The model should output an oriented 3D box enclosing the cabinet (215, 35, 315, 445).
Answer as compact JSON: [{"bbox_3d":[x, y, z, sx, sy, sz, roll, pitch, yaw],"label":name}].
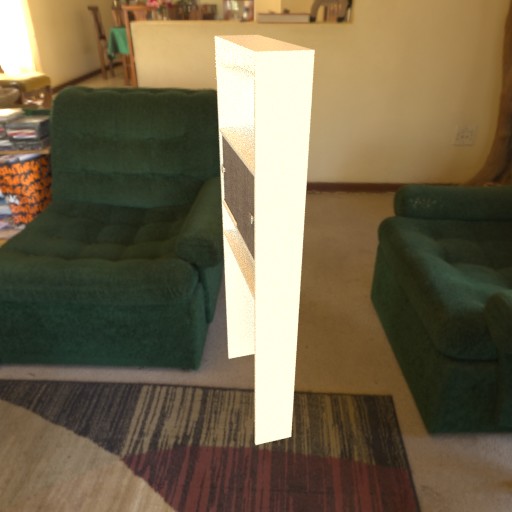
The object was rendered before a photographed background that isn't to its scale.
[{"bbox_3d":[0.000,0.000,2.028,0.192,1.770,0.643,-8,31,-13],"label":"cabinet"}]
